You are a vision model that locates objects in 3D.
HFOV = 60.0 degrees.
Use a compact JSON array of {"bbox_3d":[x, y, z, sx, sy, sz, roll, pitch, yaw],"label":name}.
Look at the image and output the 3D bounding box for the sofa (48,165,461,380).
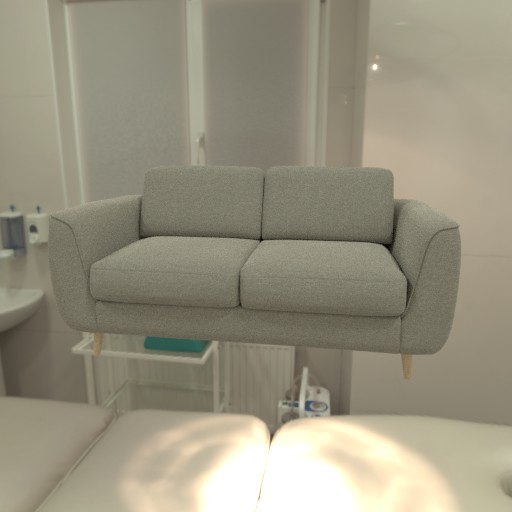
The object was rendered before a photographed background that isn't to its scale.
[{"bbox_3d":[0.000,0.000,2.161,1.700,0.850,0.920,2,13,9],"label":"sofa"}]
